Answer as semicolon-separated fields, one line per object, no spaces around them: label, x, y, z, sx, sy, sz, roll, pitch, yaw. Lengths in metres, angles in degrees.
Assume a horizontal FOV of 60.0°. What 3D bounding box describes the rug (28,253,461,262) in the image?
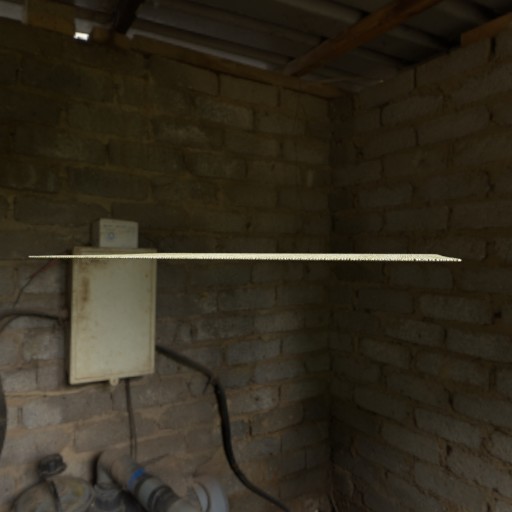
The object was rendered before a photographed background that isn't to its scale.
rug;0.000;0.000;2.219;1.758;0.010;1.143;0;1;18
